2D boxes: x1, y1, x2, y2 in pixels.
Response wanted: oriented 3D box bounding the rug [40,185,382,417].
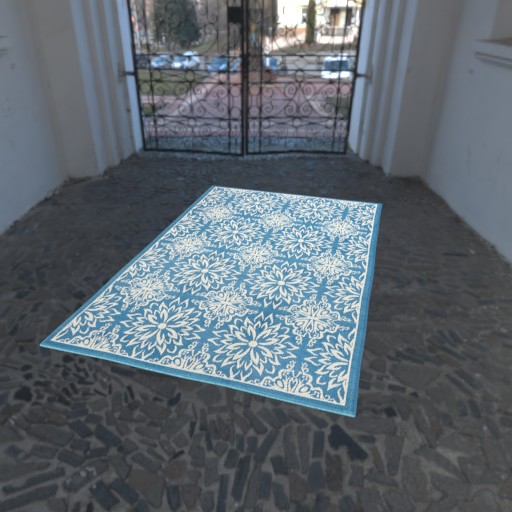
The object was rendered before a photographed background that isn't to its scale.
[{"bbox_3d":[0.000,0.000,3.529,1.830,0.018,2.769,8,30,14],"label":"rug"}]
